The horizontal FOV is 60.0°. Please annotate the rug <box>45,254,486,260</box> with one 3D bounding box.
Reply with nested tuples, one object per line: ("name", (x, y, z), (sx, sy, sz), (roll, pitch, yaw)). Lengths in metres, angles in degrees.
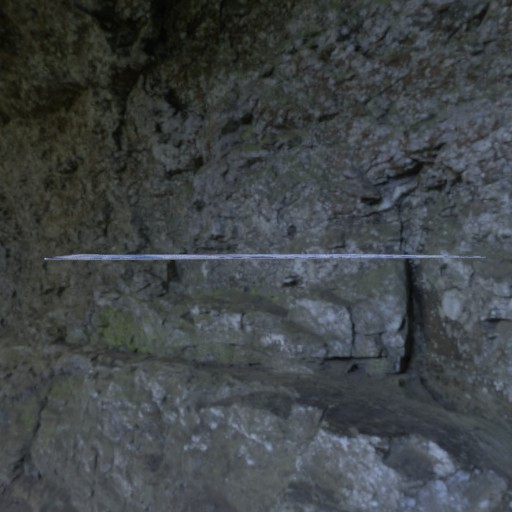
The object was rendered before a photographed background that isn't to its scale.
("rug", (0.000, 0.000, 2.106), (1.698, 0.013, 1.072), (0, 1, -18))
